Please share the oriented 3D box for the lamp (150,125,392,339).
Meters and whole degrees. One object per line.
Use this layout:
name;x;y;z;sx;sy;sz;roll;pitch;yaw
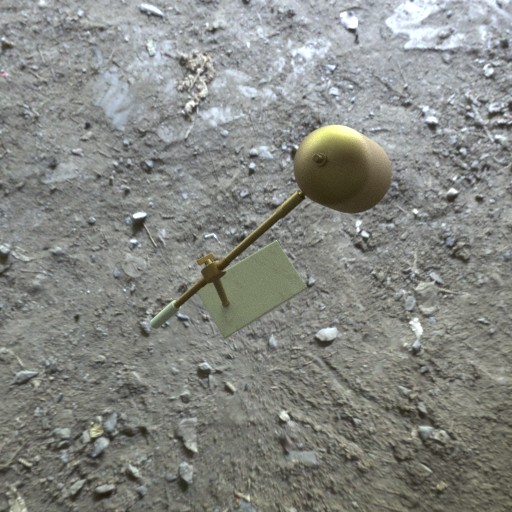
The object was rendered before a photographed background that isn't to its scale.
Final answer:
lamp;0.000;0.000;0.827;0.471;0.603;0.144;-30;77;-8
